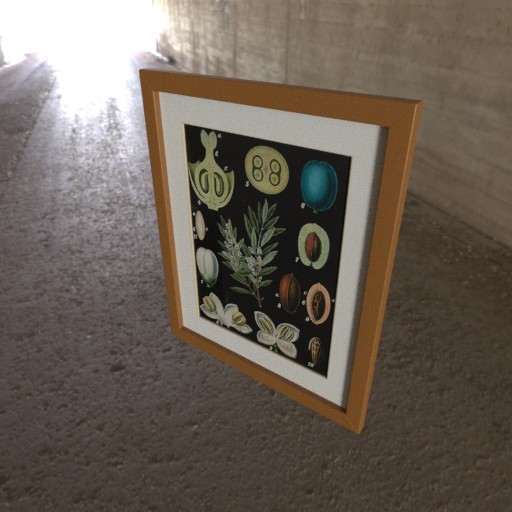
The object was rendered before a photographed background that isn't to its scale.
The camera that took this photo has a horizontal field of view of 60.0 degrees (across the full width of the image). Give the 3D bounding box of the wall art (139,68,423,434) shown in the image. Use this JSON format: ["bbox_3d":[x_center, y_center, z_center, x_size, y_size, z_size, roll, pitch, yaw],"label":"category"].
[{"bbox_3d":[0.000,0.000,0.743,0.449,0.550,0.021,20,36,30],"label":"wall art"}]
